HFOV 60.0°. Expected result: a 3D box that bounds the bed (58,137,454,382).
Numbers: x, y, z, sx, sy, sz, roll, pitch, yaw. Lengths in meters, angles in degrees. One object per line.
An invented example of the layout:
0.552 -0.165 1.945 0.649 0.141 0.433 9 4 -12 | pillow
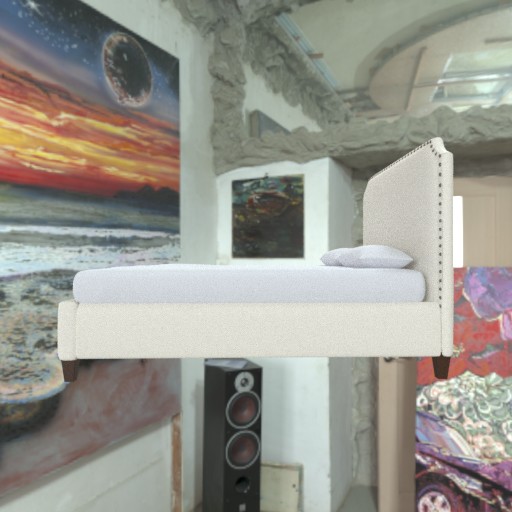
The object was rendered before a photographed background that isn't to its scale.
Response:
0.000 0.000 3.456 2.372 1.497 1.712 0 0 -2 | bed
